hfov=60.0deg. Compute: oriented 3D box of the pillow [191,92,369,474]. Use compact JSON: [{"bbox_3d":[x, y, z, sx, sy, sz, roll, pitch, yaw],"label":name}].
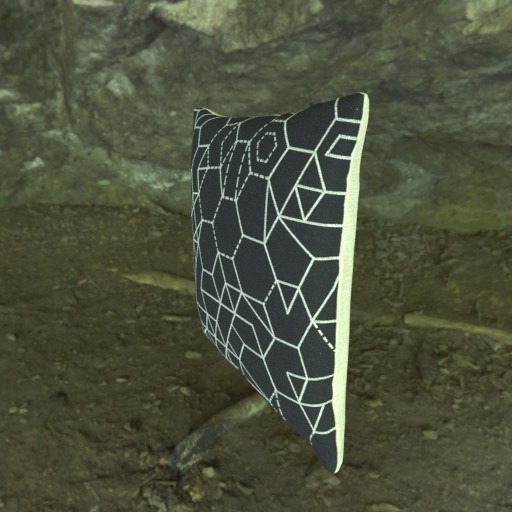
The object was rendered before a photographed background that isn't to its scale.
[{"bbox_3d":[0.000,0.000,0.771,0.158,0.508,0.517,-8,18,-27],"label":"pillow"}]
